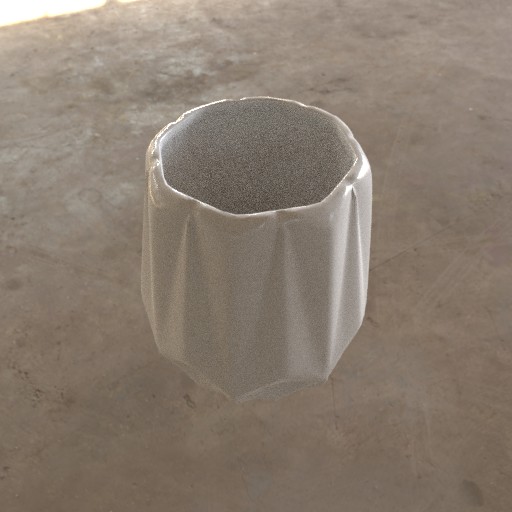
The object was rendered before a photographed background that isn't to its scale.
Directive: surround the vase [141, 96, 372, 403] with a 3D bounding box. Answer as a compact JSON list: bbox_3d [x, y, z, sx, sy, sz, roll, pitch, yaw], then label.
[{"bbox_3d":[0.000,0.000,0.264,0.141,0.152,0.141,0,48,0],"label":"vase"}]
